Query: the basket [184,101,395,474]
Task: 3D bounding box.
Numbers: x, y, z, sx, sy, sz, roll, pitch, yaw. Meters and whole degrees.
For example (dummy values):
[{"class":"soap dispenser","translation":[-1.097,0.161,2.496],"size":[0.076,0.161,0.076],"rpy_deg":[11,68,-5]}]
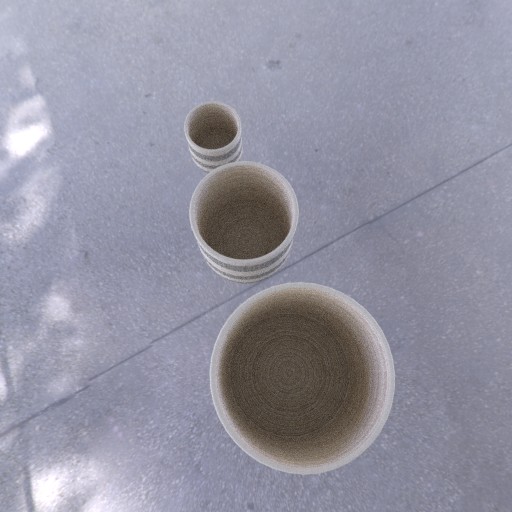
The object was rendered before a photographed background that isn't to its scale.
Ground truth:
[{"class":"basket","translation":[0.000,0.000,1.061],"size":[0.351,0.356,0.917],"rpy_deg":[-17,76,-4]}]
